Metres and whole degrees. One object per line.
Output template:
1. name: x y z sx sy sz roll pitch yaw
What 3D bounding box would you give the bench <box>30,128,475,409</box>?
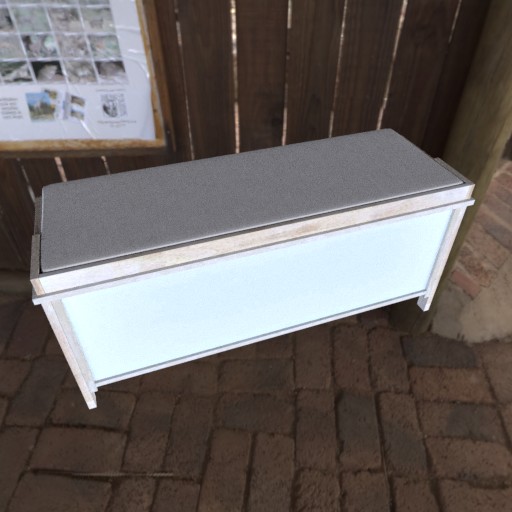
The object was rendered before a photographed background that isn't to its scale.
1. bench: 0.000 0.000 1.351 1.140 0.501 0.398 -13 42 -15
